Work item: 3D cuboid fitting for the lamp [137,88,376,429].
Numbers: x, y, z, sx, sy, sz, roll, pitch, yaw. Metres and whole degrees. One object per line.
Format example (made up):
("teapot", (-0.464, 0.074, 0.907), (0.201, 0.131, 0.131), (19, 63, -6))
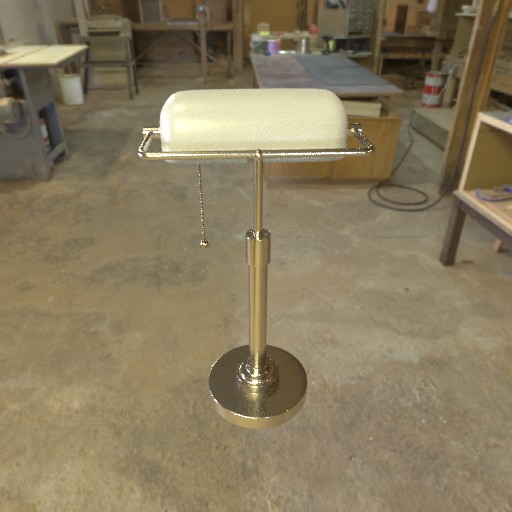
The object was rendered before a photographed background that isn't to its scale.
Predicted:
("lamp", (0.000, 0.000, 0.586), (0.269, 0.404, 0.227), (-2, 31, -3))
